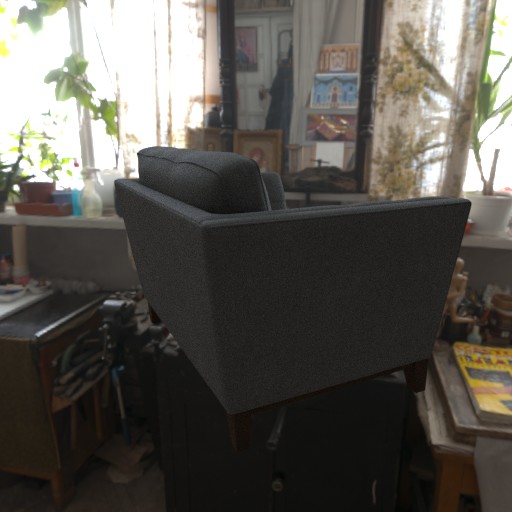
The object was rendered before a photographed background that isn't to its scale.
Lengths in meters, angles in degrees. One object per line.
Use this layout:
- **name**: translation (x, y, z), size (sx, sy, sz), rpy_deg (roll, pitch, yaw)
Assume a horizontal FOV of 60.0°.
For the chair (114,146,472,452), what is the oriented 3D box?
- **chair**: translation (0.000, 0.000, 1.979), size (0.965, 0.942, 1.396), rpy_deg (-7, 16, -25)
